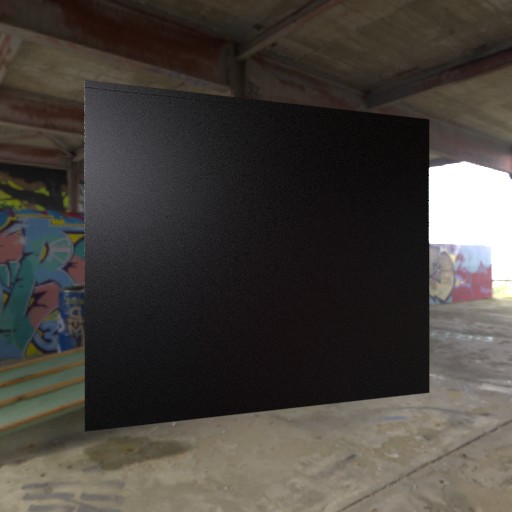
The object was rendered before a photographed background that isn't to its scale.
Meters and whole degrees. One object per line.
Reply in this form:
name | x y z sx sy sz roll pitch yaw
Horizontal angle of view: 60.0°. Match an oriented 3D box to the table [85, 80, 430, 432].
table | 0.000 0.000 1.318 0.930 0.790 0.380 0 0 -18
